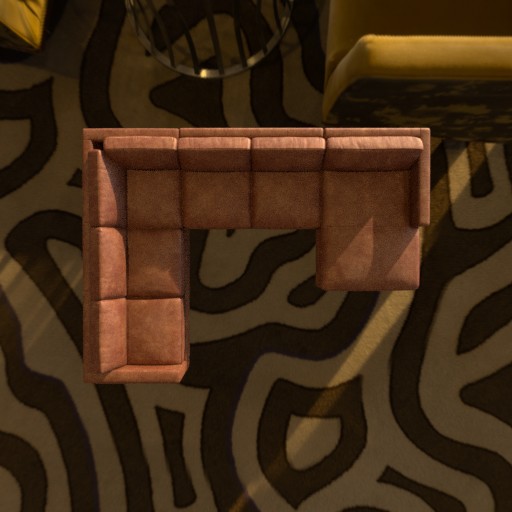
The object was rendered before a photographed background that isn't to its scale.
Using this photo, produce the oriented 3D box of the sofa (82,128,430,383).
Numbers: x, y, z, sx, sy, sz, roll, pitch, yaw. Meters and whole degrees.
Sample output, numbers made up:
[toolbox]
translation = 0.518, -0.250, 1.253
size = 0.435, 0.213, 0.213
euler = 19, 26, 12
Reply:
[sofa]
translation = 0.000, 0.000, 4.529
size = 3.324, 0.888, 2.452
euler = 0, 91, 0
